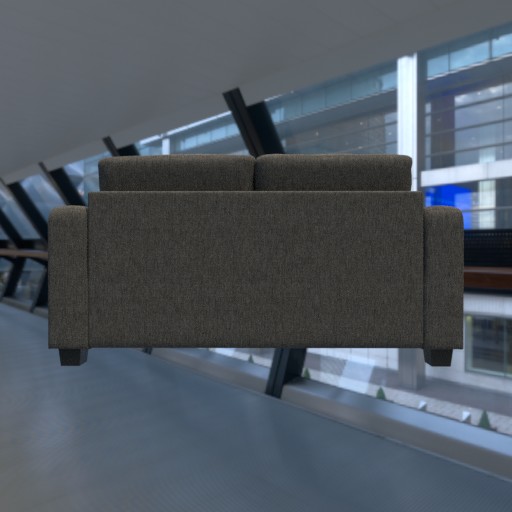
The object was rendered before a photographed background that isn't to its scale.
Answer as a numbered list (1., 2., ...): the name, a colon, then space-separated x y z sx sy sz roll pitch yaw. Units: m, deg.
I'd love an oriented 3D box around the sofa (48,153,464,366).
1. sofa: 0.000 0.000 2.025 1.520 0.800 0.900 0 0 0
